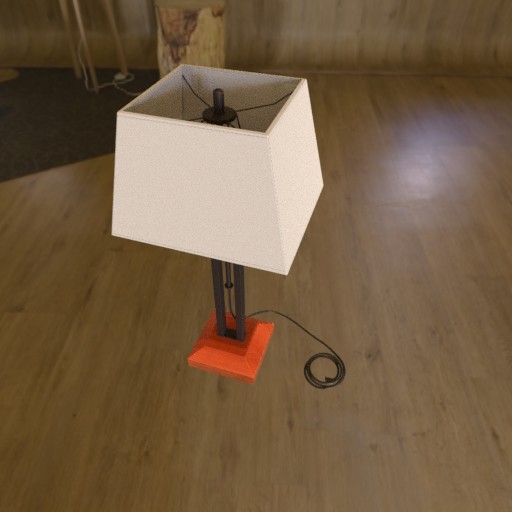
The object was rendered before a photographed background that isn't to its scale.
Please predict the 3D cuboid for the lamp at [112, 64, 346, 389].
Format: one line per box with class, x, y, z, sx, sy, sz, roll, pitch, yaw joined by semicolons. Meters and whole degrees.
lamp;0.000;0.000;0.998;0.498;0.737;0.310;13;43;14
